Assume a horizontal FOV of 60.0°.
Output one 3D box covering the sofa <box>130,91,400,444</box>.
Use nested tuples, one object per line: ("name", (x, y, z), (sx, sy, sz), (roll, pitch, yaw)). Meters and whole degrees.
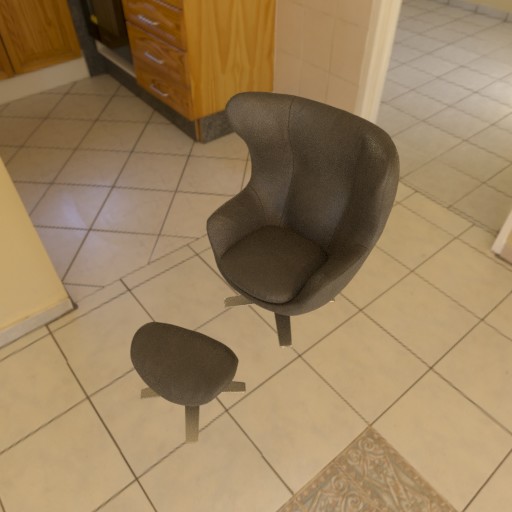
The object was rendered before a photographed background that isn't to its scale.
("sofa", (0.000, 0.000, 2.141), (0.894, 1.135, 1.444), (32, 54, 27))
